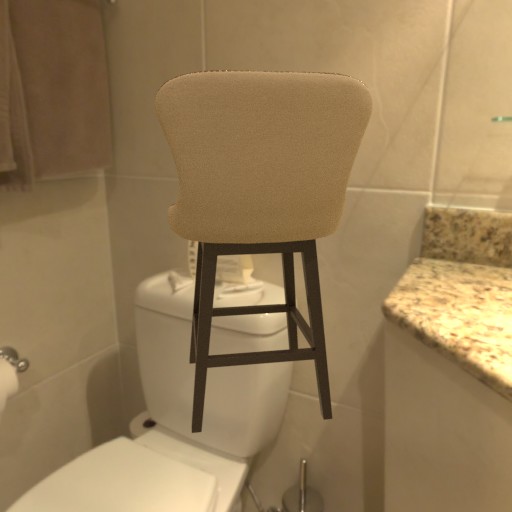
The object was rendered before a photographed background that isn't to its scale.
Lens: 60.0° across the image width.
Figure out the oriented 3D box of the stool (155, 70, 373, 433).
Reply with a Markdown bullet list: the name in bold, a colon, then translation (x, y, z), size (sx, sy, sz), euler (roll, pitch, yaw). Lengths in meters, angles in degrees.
- **stool**: translation (0.000, 0.000, 1.340), size (0.528, 0.971, 0.593), euler (-2, 15, -9)
